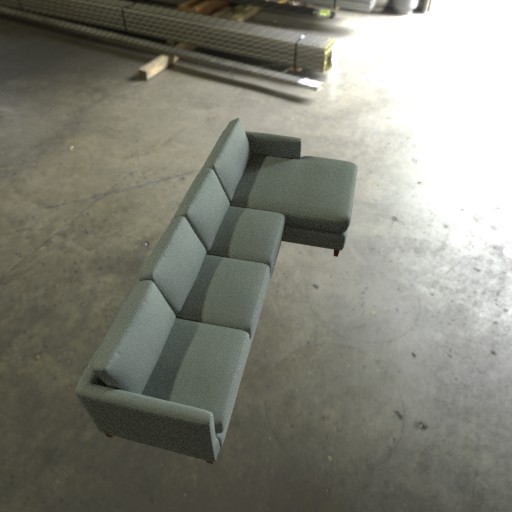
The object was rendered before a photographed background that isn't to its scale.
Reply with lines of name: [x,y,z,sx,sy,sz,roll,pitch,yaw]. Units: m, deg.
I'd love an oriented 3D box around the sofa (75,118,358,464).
sofa: [0.000,0.000,4.054,1.604,0.950,3.471,10,46,10]
